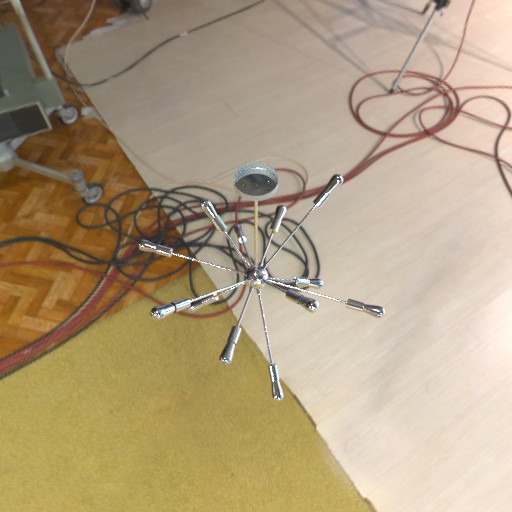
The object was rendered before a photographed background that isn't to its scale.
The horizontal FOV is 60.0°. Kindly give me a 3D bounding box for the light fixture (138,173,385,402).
[{"bbox_3d":[0.000,0.000,1.084,0.684,0.558,0.509,15,59,9],"label":"light fixture"}]
